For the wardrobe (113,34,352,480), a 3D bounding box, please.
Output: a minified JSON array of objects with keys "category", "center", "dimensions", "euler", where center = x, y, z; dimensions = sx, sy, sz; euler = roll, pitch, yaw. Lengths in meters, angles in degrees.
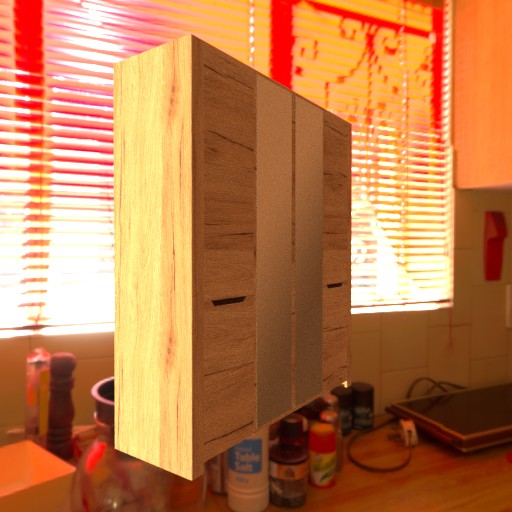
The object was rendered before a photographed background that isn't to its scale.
[{"category":"wardrobe","center":[0.000,0.000,2.949],"dimensions":[0.580,2.070,1.810],"euler":[1,1,36]}]
